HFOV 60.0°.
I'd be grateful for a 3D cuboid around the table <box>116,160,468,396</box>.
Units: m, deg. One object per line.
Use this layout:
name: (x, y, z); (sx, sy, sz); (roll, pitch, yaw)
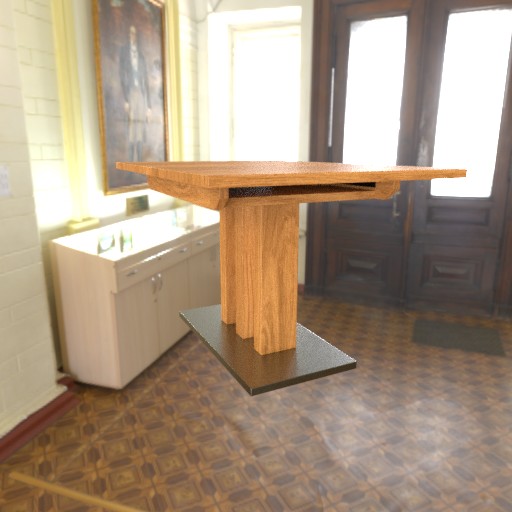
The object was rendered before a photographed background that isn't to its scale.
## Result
table: (0.000, 0.000, 1.909); (0.900, 0.770, 1.300); (-7, 15, -26)
